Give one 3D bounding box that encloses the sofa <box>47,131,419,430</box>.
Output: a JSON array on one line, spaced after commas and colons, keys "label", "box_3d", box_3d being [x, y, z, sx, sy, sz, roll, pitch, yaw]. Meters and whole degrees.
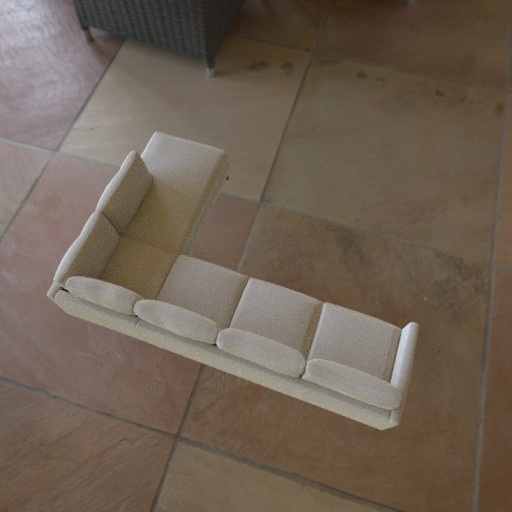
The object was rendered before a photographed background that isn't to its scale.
[{"label": "sofa", "box_3d": [0.000, 0.000, 3.945, 2.949, 0.815, 2.007, 18, 65, 9]}]
